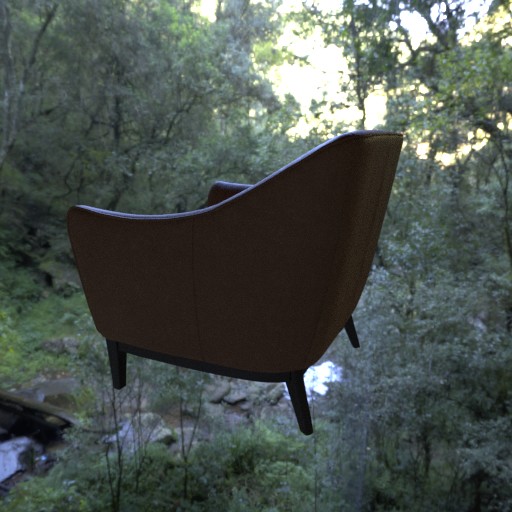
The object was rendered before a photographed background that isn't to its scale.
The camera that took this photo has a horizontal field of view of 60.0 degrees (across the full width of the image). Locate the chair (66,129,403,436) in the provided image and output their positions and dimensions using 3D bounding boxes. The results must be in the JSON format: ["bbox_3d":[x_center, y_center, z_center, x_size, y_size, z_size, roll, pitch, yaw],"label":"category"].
[{"bbox_3d":[0.000,0.000,1.528,0.852,0.830,0.871,7,17,25],"label":"chair"}]
